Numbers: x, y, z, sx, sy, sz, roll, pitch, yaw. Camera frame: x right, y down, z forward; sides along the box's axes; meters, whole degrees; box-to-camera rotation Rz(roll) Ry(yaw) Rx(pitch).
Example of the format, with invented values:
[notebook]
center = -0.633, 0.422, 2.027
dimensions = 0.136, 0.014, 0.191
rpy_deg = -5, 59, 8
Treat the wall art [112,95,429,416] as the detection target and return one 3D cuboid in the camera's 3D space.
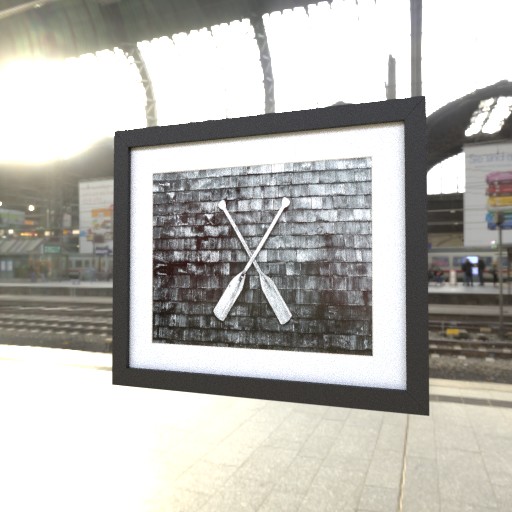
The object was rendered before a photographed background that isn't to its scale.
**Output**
[wall art]
center = 0.000, 0.000, 0.529
dimensions = 0.381, 0.330, 0.029
rpy_deg = 0, -2, 18
